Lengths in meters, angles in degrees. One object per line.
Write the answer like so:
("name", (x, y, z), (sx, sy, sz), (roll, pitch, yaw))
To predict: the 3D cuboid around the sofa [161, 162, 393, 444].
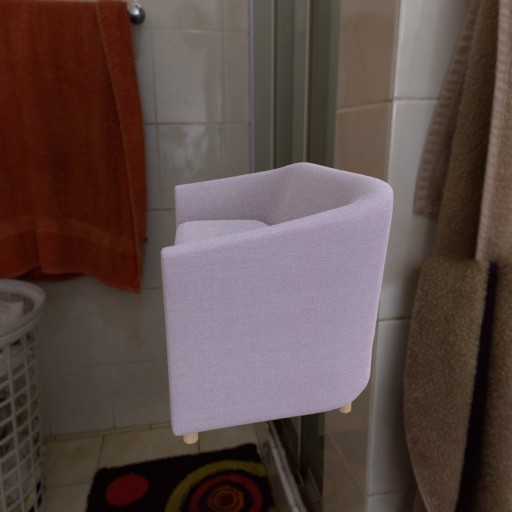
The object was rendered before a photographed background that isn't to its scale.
("sofa", (0.000, 0.000, 1.869), (0.705, 0.721, 1.452), (-2, 15, -8))
